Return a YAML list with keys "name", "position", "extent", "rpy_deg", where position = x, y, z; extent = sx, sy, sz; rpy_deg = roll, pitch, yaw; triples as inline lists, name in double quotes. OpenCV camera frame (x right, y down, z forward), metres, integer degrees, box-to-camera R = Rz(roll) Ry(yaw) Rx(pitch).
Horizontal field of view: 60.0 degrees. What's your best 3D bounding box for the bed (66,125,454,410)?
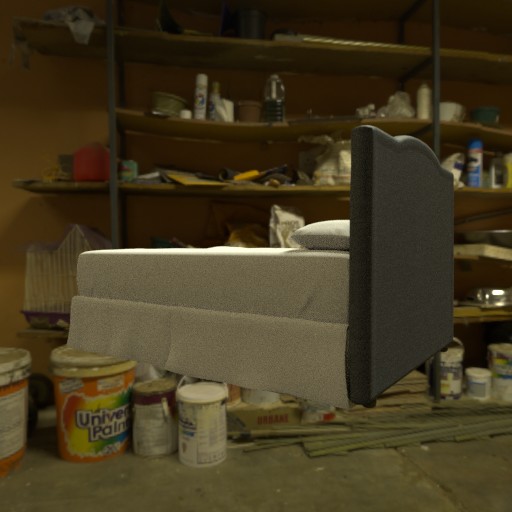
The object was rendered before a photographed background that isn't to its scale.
- name: "bed"
  position: [0.000, 0.000, 3.439]
  extent: [2.507, 1.441, 1.747]
  rpy_deg: [1, 1, 36]
